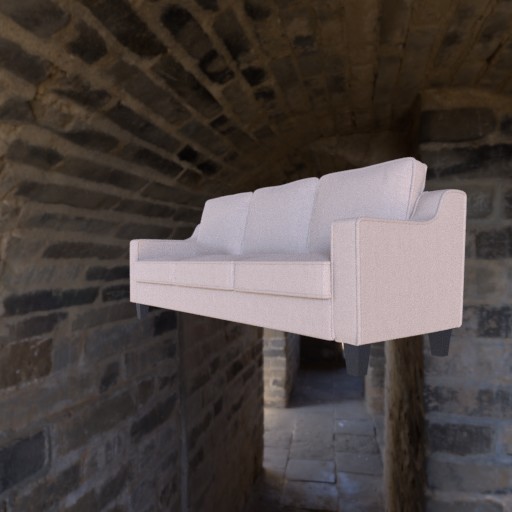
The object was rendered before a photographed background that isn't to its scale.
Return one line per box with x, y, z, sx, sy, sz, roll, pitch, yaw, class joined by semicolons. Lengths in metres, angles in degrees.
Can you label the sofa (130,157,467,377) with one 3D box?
0.000;0.000;2.614;0.791;0.902;2.131;1;-1;-37;sofa
